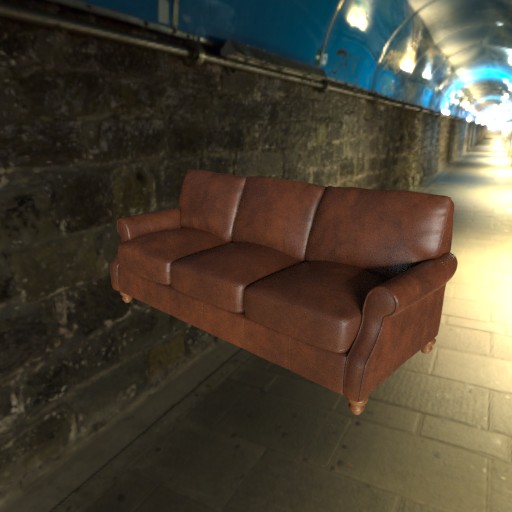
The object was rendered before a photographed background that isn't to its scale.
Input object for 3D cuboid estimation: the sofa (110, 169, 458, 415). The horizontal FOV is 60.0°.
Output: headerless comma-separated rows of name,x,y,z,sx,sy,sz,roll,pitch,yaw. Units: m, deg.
sofa,0.000,0.000,2.944,2.351,0.977,0.973,15,22,41
